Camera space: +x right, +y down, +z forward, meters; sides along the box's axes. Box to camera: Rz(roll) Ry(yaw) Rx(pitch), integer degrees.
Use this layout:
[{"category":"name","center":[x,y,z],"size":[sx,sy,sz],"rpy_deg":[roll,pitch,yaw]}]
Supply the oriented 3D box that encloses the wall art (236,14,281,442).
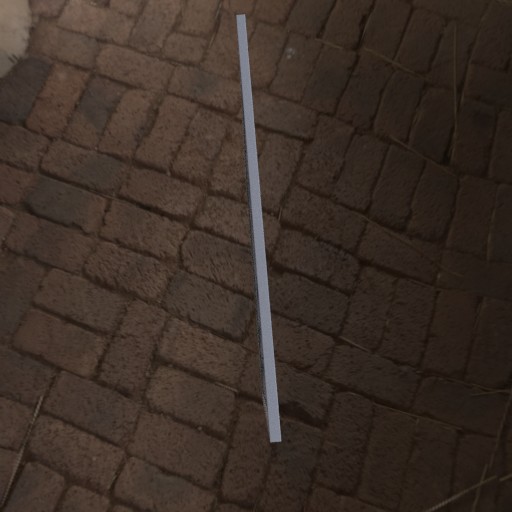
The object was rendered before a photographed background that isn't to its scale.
[{"category":"wall art","center":[0.000,0.000,0.822],"size":[0.012,0.557,0.557],"rpy_deg":[-4,76,-1]}]
